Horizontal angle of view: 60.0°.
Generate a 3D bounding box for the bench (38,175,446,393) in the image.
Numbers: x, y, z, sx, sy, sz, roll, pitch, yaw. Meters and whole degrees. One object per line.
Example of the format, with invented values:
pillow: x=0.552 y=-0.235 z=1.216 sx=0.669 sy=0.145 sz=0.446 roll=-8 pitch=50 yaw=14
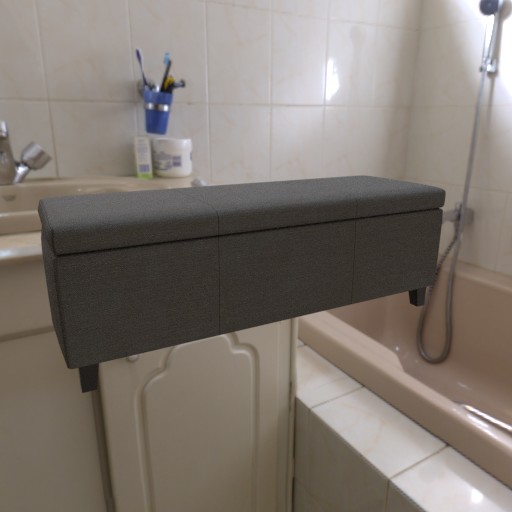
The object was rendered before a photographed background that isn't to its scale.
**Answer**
bench: x=0.000 y=0.000 z=1.475 sx=1.269 sy=0.438 sz=0.446 roll=-9 pitch=19 yaw=-26
